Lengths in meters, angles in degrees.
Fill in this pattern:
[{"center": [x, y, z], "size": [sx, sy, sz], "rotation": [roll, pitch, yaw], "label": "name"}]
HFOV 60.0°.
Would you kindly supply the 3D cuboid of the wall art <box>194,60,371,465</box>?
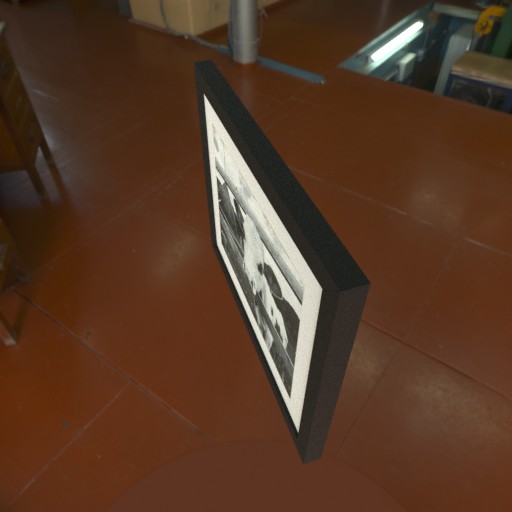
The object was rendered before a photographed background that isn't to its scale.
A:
[{"center": [0.000, 0.000, 0.555], "size": [0.024, 0.329, 0.404], "rotation": [-15, 48, -14], "label": "wall art"}]
